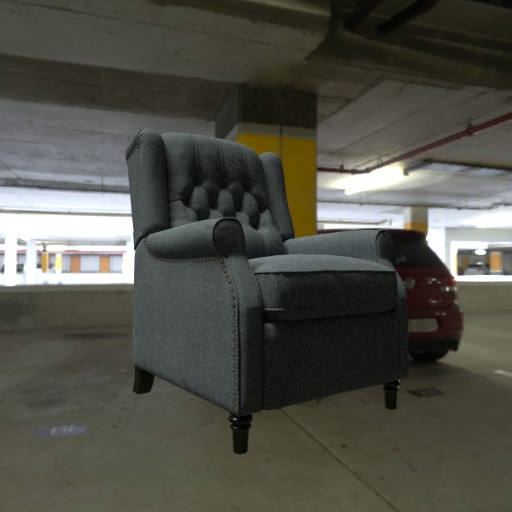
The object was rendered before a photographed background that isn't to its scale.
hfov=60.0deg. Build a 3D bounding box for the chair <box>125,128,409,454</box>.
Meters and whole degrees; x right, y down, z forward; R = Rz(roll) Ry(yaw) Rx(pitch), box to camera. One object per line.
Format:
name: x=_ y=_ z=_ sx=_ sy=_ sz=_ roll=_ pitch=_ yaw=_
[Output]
chair: x=0.000 y=0.000 z=1.613 sx=0.742 sy=1.035 sz=0.898 roll=1 pitch=-2 yaw=-36
